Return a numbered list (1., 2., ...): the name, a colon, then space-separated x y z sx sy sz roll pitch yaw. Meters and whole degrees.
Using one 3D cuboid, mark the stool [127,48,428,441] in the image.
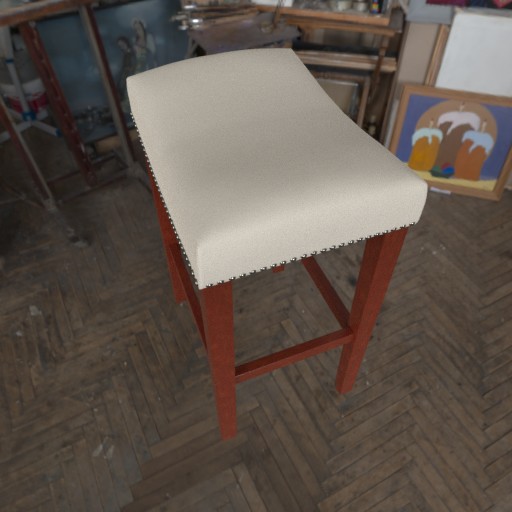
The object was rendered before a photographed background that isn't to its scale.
1. stool: 0.000 0.000 1.016 0.372 0.742 0.504 -16 51 -14
